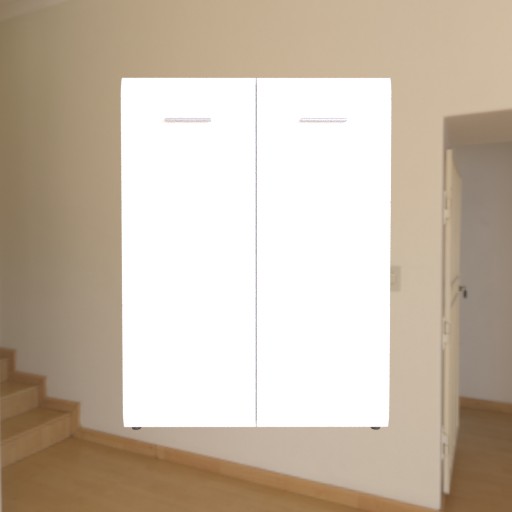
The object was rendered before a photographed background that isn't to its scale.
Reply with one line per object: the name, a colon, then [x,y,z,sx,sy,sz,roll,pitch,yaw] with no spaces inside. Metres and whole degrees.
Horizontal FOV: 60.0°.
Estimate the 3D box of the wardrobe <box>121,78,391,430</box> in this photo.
wardrobe: [0.000,0.000,1.649,0.900,1.200,0.360,0,1,0]
